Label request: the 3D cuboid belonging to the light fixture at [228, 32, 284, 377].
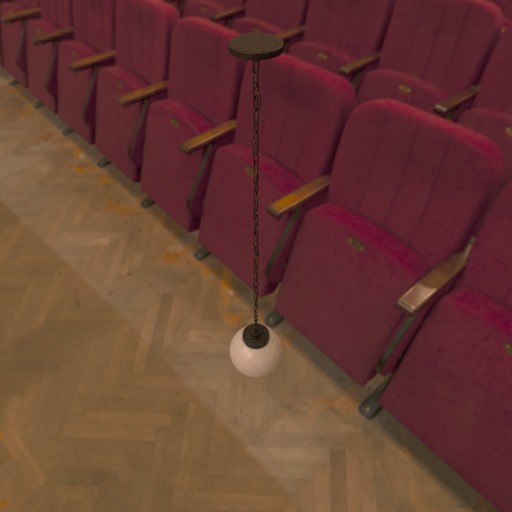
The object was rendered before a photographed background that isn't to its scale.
[{"bbox_3d":[0.000,0.000,2.025,0.305,1.867,0.304,-31,53,-27],"label":"light fixture"}]
